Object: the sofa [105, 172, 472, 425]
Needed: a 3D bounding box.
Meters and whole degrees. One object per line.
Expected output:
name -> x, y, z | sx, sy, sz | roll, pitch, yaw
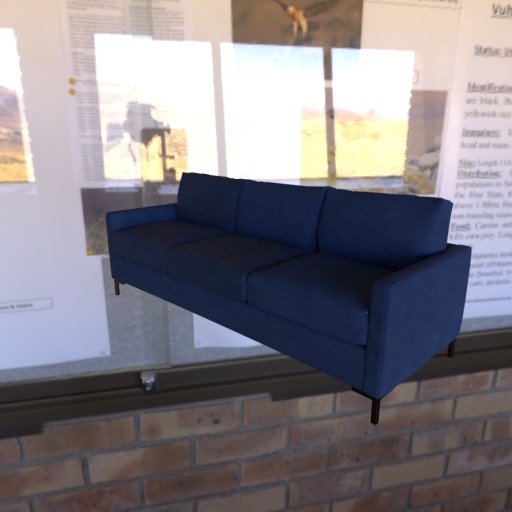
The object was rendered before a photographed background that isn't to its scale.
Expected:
sofa -> 0.000, 0.000, 2.736 | 2.252, 0.879, 0.875 | 15, 22, 42
